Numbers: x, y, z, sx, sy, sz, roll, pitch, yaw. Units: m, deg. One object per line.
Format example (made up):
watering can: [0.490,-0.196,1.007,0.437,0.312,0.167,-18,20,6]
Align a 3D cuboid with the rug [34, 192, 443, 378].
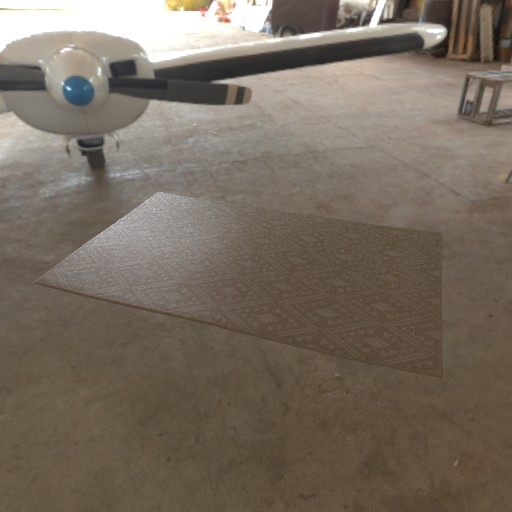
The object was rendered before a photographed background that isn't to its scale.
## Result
rug: [0.000,0.000,3.078,2.430,0.053,1.553,10,33,17]
